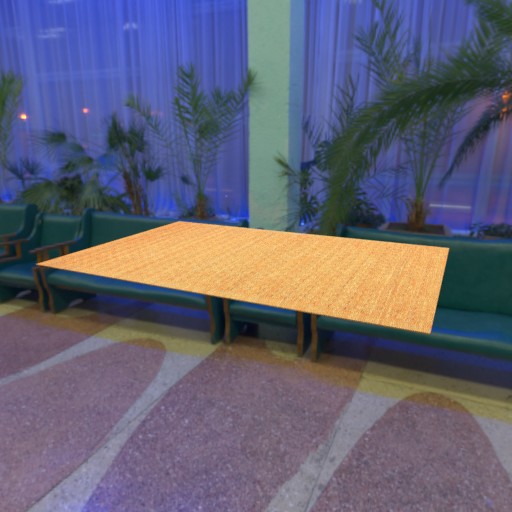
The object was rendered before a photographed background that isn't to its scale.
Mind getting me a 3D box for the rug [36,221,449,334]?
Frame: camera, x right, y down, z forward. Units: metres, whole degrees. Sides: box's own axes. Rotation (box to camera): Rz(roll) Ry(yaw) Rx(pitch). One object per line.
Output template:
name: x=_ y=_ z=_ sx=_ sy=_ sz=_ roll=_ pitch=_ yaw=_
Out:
rug: x=0.000 y=0.000 z=2.929 sx=2.285 sy=0.006 sz=1.524 roll=7 pitch=17 yaw=24
